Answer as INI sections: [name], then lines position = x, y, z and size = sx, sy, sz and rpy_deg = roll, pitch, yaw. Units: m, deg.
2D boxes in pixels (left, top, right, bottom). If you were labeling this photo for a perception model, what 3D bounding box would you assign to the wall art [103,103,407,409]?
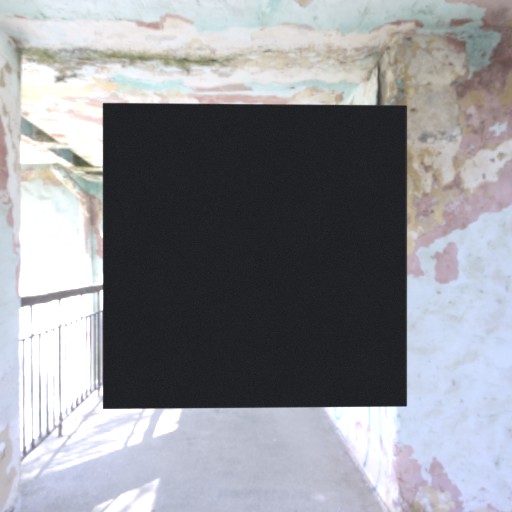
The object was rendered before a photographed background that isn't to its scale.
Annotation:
[wall art]
position = 0.000, 0.000, 0.450
size = 0.304, 0.303, 0.015
rpy_deg = 0, 0, -1
